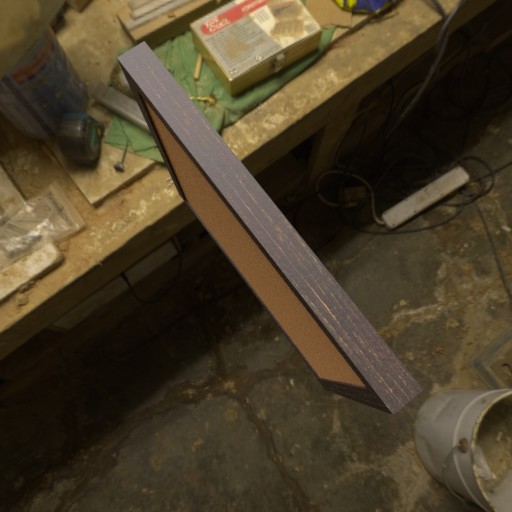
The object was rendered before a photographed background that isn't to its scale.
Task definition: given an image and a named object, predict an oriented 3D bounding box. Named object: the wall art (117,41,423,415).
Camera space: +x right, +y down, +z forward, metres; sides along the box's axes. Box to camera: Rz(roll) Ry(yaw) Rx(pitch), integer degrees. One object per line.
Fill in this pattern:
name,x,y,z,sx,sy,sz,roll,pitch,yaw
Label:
wall art,0.000,0.000,0.527,0.031,0.330,0.381,-36,79,-8
